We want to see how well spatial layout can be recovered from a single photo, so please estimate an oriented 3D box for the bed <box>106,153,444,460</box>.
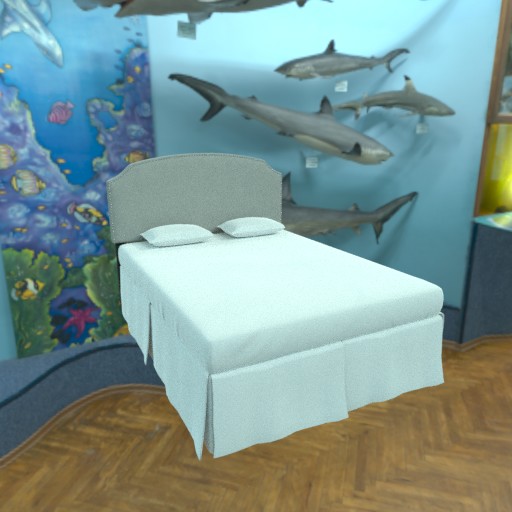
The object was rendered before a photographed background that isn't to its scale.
[{"bbox_3d":[0.000,0.000,2.968,1.558,1.270,1.999,-8,17,-27],"label":"bed"}]
